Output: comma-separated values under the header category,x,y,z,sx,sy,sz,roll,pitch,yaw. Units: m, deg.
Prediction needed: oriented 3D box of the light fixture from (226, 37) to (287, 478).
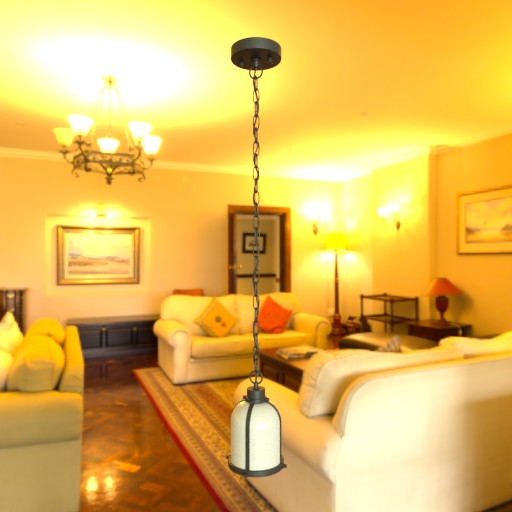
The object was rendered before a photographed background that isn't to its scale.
category,x,y,z,sx,sy,sz,roll,pitch,yaw
light fixture,0.000,0.000,1.263,0.178,1.181,0.178,0,0,18
